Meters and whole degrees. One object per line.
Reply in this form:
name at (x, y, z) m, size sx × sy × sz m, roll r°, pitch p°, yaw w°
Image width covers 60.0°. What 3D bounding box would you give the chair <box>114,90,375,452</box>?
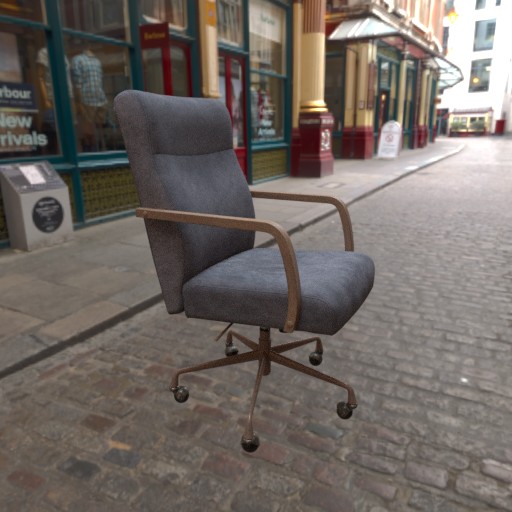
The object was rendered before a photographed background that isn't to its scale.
chair at (0.000, 0.000, 1.472) m, size 0.741 × 1.029 × 0.640 m, roll 8°, pitch 18°, yaw 26°
